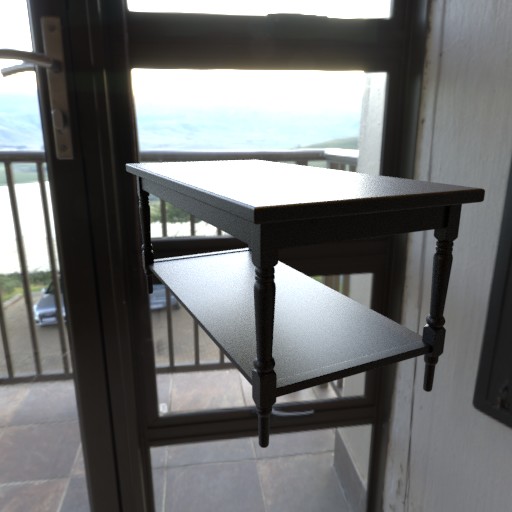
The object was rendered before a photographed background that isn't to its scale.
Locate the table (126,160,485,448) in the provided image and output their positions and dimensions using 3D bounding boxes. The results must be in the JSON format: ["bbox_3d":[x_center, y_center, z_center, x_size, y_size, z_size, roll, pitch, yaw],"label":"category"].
[{"bbox_3d":[0.000,0.000,1.377,0.550,0.510,1.107,-8,17,-25],"label":"table"}]
